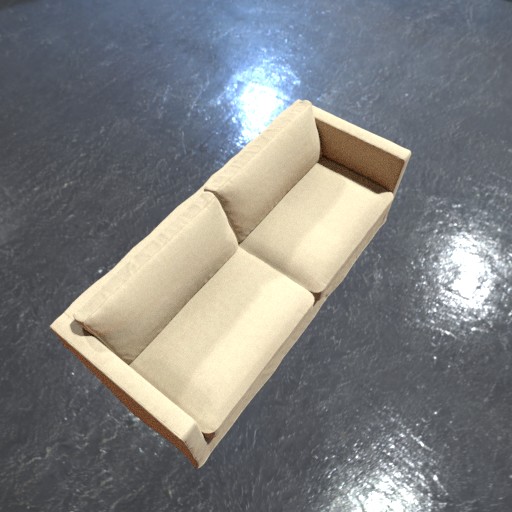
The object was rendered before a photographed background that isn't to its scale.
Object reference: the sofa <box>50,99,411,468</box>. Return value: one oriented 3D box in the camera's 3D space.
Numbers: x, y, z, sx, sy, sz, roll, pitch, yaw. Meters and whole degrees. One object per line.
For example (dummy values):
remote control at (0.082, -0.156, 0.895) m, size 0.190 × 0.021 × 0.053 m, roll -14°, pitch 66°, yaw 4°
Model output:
sofa at (0.000, 0.000, 2.843) m, size 0.962 × 0.853 × 2.312 m, roll 32°, pitch 62°, yaw 19°
